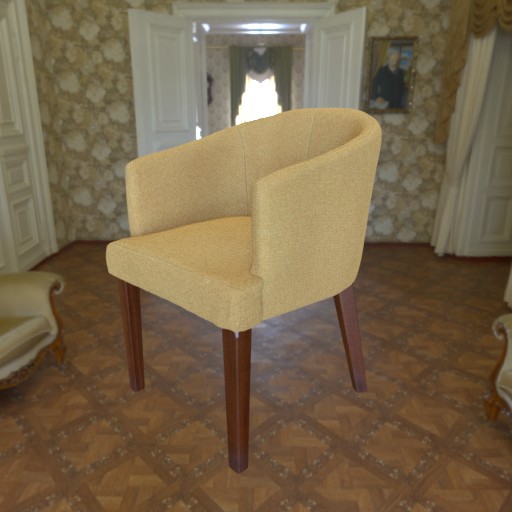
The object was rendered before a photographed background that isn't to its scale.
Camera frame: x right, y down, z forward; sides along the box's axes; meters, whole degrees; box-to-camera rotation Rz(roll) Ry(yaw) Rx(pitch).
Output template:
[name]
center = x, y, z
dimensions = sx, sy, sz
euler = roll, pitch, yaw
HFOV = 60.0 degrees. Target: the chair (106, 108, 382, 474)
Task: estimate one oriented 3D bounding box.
[chair]
center = 0.000, 0.000, 1.257
dimensions = 0.583, 0.811, 0.655
euler = 16, 23, 42
